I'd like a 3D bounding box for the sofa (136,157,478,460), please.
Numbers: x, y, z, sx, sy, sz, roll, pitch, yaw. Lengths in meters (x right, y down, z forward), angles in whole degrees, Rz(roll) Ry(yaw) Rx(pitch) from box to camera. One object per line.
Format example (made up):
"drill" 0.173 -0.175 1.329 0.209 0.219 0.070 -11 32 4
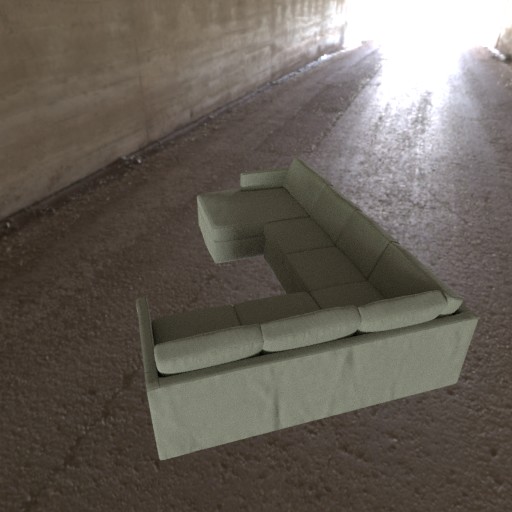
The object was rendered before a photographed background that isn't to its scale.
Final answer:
"sofa" 0.000 0.000 4.497 2.440 0.869 3.434 -9 32 -14
